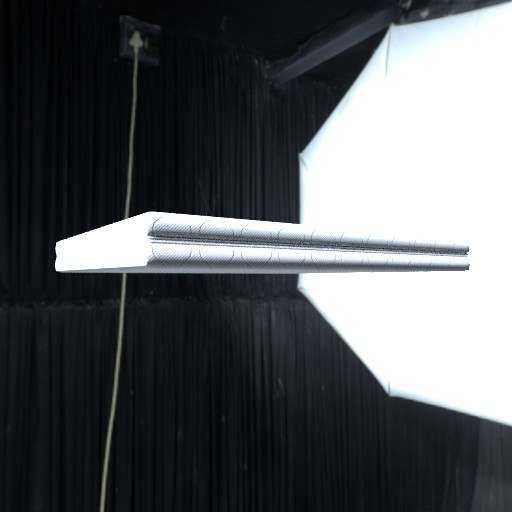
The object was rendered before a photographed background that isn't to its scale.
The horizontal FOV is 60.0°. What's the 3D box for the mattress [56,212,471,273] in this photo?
[{"bbox_3d":[0.000,0.000,2.725,2.000,0.200,1.600,2,-3,-34],"label":"mattress"}]
